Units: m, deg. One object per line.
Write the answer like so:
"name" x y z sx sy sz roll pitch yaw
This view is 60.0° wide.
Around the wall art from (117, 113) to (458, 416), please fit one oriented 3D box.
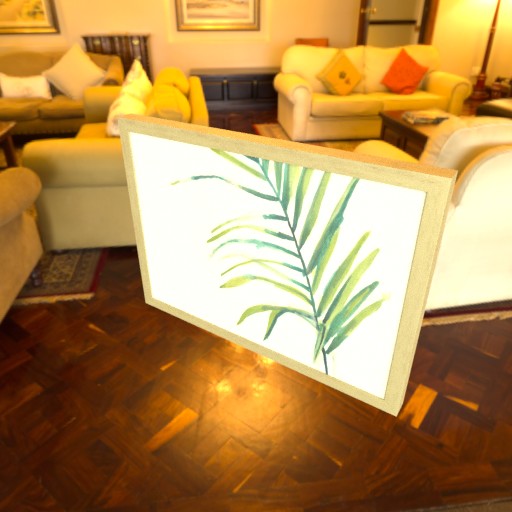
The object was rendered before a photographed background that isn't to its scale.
"wall art" 0.000 0.000 0.717 0.532 0.380 0.032 18 35 28
